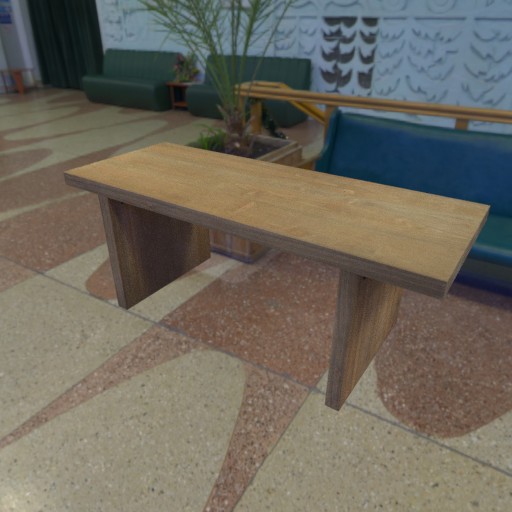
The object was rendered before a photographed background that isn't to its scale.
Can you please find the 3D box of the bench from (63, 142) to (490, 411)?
[{"bbox_3d":[0.000,0.000,1.404,1.183,0.458,0.458,18,33,30],"label":"bench"}]
